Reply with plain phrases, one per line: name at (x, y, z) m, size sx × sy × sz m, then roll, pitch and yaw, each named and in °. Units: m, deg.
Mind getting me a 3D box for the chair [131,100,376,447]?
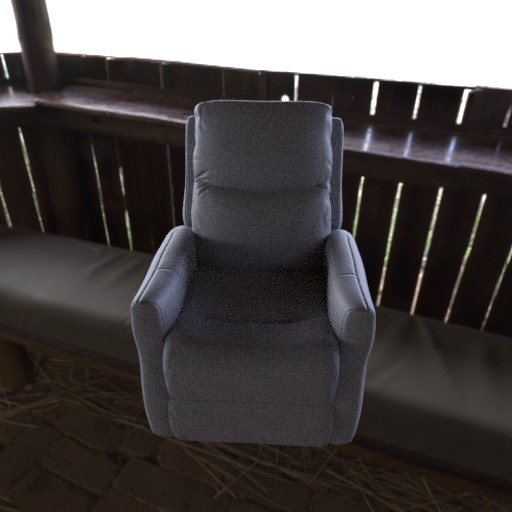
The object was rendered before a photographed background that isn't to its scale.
chair at (0.000, 0.000, 1.748) m, size 0.829 × 1.030 × 1.080 m, roll 2°, pitch 30°, yaw 3°
